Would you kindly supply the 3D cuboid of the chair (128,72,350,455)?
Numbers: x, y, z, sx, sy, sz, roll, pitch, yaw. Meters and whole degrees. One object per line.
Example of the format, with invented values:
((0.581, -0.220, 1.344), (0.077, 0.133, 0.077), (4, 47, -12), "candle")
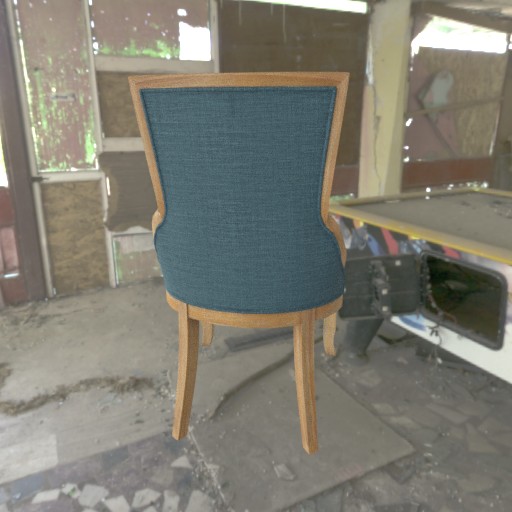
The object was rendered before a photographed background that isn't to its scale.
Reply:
((0.000, 0.000, 1.303), (0.524, 0.947, 0.641), (3, 17, 8), "chair")
